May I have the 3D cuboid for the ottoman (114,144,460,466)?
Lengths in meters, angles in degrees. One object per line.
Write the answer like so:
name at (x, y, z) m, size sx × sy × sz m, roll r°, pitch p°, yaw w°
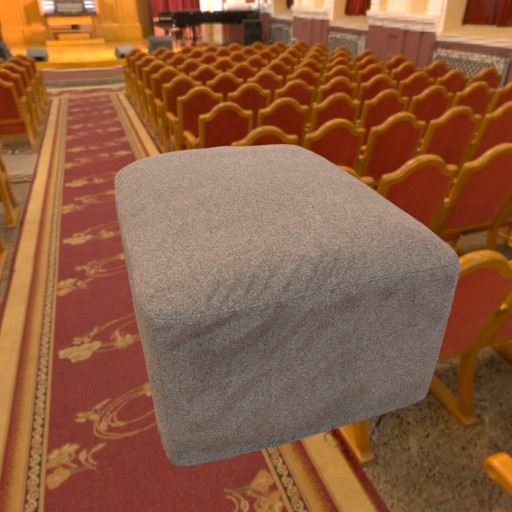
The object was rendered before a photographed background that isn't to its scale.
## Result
ottoman at (0.000, 0.000, 1.216) m, size 0.683 × 0.481 × 0.837 m, roll -10°, pitch 32°, yaw -17°
